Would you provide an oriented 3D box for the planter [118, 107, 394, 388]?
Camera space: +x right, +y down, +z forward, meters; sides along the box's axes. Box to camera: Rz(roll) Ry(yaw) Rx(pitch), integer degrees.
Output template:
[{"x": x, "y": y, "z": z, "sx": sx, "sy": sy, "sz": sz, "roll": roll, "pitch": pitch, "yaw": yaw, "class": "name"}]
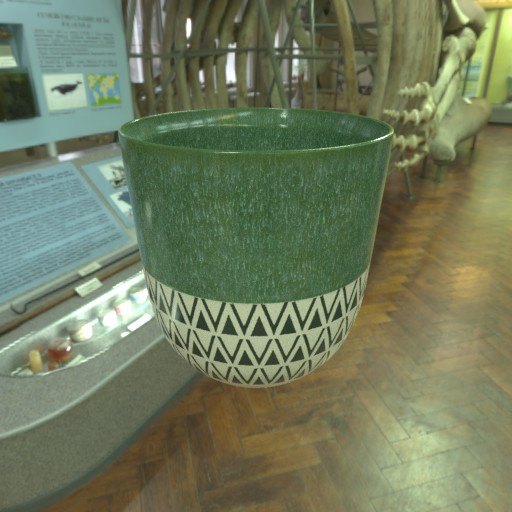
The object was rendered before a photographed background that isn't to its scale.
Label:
[{"x": 0.000, "y": 0.000, "z": 0.370, "sx": 0.195, "sy": 0.214, "sz": 0.195, "roll": 0, "pitch": 25, "yaw": 0, "class": "planter"}]
